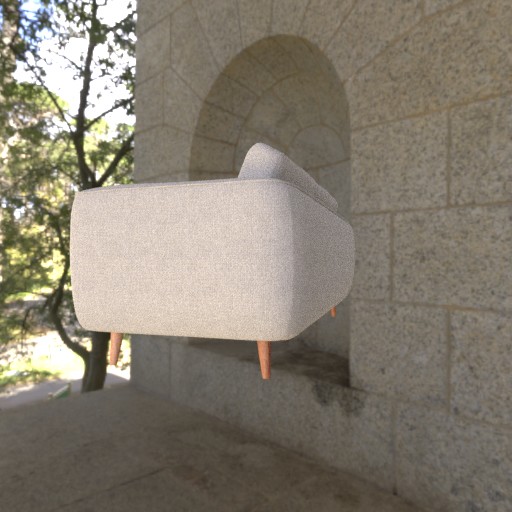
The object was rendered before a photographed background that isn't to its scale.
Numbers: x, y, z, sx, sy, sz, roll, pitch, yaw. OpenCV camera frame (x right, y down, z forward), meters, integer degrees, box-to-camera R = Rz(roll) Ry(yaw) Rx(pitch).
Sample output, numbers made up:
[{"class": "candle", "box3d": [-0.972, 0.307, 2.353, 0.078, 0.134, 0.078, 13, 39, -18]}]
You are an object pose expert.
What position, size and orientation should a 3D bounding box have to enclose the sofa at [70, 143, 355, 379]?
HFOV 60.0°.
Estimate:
[{"class": "sofa", "box3d": [0.000, 0.000, 2.431, 0.920, 0.850, 2.000, 0, 0, 18]}]
